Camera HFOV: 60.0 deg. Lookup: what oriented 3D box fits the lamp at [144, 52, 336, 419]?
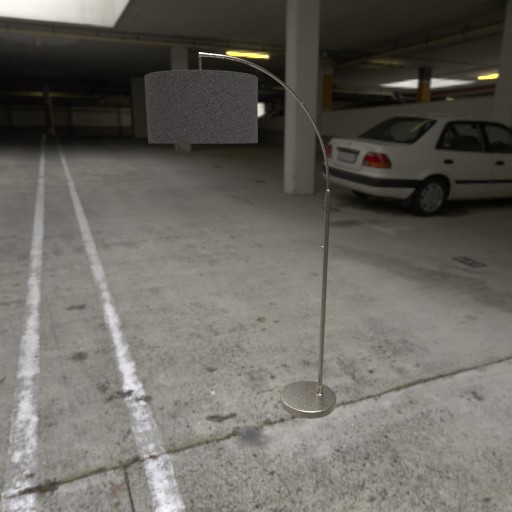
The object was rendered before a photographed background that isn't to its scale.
[{"bbox_3d":[0.000,0.000,2.093,0.934,1.735,0.452,-7,16,-24],"label":"lamp"}]
